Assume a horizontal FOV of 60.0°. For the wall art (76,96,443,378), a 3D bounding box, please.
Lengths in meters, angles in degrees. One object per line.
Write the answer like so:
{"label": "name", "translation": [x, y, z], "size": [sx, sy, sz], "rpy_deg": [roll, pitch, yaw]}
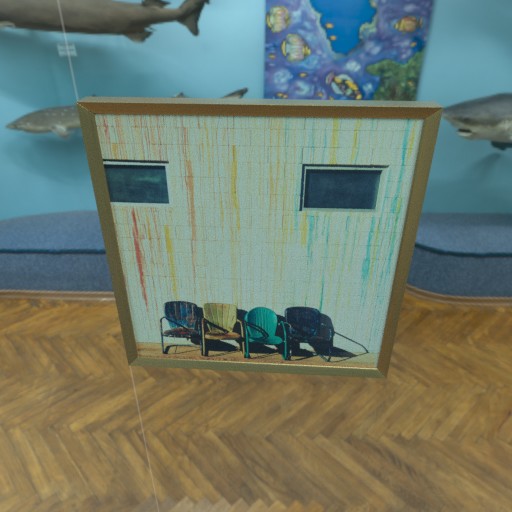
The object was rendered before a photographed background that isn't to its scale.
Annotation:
{"label": "wall art", "translation": [0.000, 0.000, 0.752], "size": [0.505, 0.505, 0.037], "rpy_deg": [2, 31, 3]}
